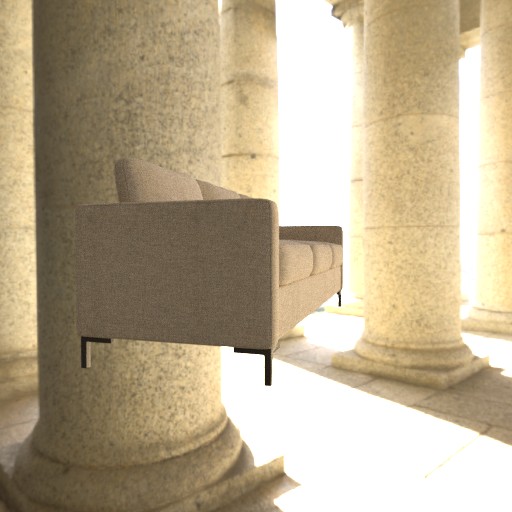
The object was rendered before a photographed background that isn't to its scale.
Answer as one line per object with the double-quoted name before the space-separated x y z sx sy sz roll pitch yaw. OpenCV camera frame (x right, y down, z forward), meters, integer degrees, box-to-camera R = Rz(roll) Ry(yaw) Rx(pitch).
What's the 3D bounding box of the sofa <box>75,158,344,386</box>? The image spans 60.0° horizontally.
"sofa" 0.000 0.000 2.717 0.859 0.874 2.218 0 1 17
